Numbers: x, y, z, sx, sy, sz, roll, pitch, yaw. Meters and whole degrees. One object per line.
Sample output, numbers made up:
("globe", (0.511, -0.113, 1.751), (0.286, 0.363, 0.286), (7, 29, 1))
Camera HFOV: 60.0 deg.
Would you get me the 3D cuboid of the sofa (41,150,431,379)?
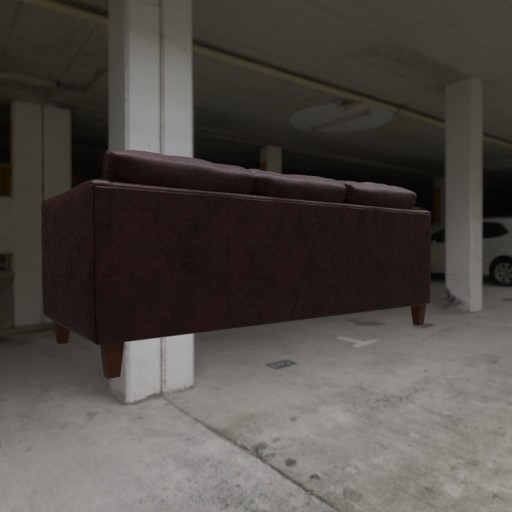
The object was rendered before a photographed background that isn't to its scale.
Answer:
("sofa", (0.000, 0.000, 2.930), (2.464, 1.006, 1.045), (0, 1, -37))
